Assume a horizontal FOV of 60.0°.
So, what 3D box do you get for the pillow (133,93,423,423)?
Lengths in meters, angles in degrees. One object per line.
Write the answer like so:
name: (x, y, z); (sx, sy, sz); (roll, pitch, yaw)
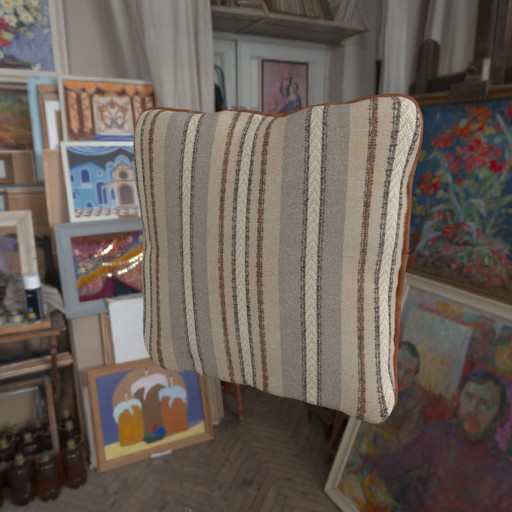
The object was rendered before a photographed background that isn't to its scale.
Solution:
pillow: (0.000, 0.000, 0.734); (0.489, 0.490, 0.130); (7, 15, 26)
